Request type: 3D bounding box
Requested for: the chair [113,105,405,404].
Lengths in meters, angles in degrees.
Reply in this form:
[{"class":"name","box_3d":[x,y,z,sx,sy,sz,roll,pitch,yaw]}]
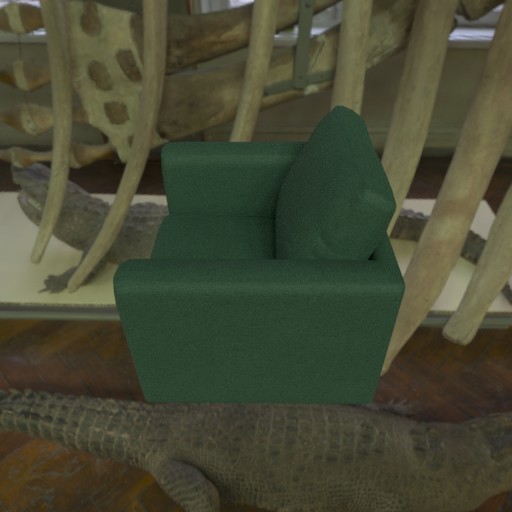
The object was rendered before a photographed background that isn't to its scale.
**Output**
[{"class":"chair","box_3d":[0.000,0.000,1.609,0.800,0.927,0.855,1,40,1]}]
